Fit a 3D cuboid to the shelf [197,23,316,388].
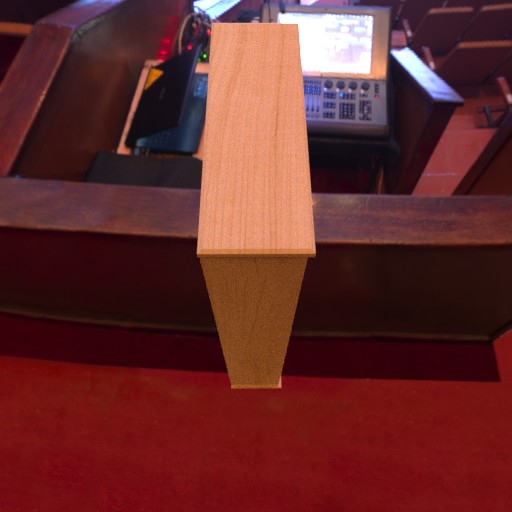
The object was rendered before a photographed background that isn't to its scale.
[{"bbox_3d":[0.000,0.000,1.221,0.175,1.030,0.520,0,63,0],"label":"shelf"}]
